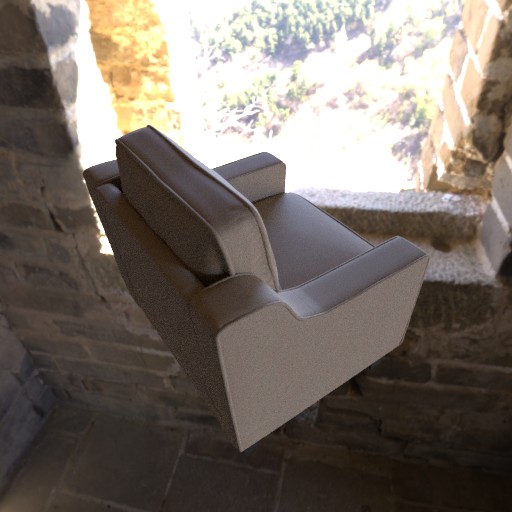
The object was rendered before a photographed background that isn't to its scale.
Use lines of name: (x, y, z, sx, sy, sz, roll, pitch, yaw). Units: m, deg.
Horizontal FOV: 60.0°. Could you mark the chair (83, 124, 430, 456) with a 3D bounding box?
chair: (0.000, 0.000, 1.673, 0.882, 0.948, 0.922, -24, 46, -26)
